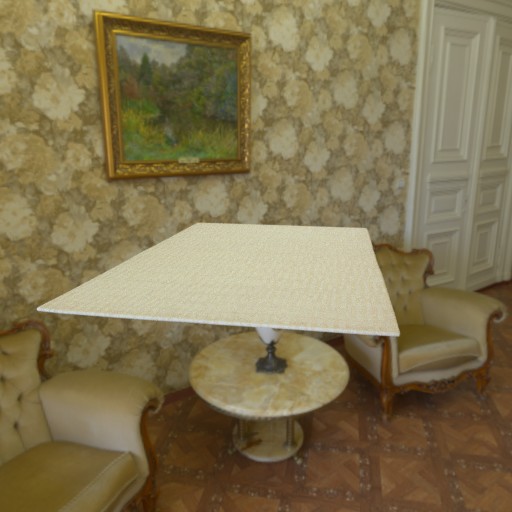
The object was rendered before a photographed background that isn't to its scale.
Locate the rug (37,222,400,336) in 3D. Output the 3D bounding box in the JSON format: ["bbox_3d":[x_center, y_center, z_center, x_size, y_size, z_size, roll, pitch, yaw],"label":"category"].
[{"bbox_3d":[0.000,0.000,2.321,1.238,0.014,1.848,3,14,10],"label":"rug"}]
